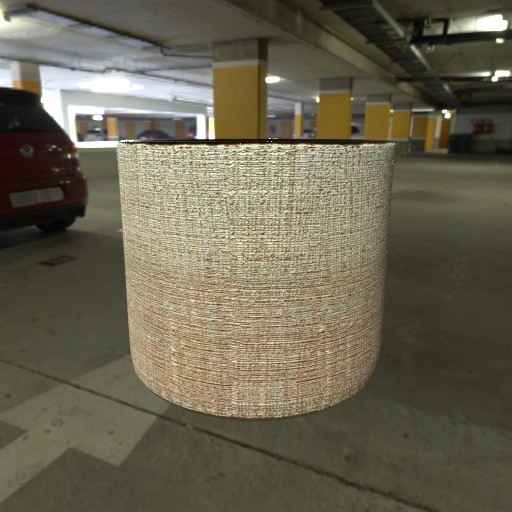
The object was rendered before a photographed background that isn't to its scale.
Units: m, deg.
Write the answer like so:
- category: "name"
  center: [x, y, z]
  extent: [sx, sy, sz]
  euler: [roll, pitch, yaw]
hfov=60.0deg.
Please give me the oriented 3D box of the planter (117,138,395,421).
- category: "planter"
  center: [0.000, 0.000, 0.309]
  extent: [0.177, 0.157, 0.177]
  euler: [0, 15, 0]
